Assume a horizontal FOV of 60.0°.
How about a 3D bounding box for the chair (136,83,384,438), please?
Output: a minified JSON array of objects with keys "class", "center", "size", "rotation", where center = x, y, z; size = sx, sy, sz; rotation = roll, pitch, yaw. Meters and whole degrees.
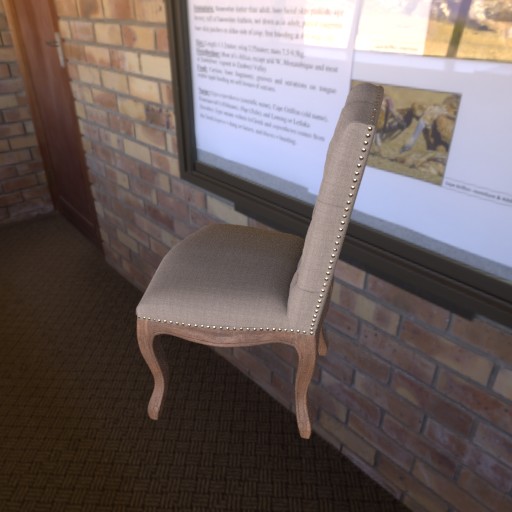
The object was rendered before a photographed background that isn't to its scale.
[{"class":"chair","center":[0.000,0.000,1.589],"size":[0.731,1.191,0.637],"rotation":[8,31,13]}]
